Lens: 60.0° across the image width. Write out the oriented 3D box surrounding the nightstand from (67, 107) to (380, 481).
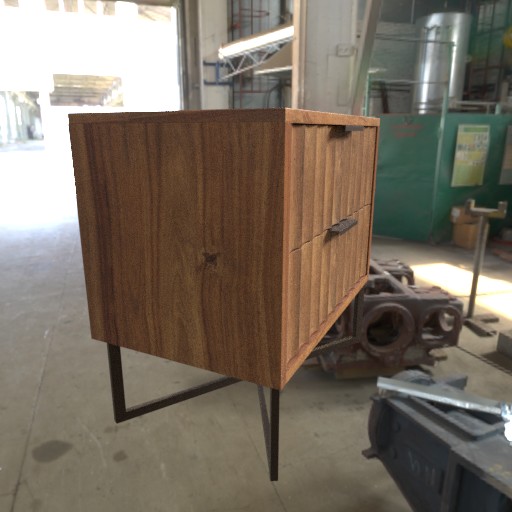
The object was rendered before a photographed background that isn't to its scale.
[{"bbox_3d":[0.000,0.000,1.022,0.427,0.615,0.613,8,18,25],"label":"nightstand"}]
